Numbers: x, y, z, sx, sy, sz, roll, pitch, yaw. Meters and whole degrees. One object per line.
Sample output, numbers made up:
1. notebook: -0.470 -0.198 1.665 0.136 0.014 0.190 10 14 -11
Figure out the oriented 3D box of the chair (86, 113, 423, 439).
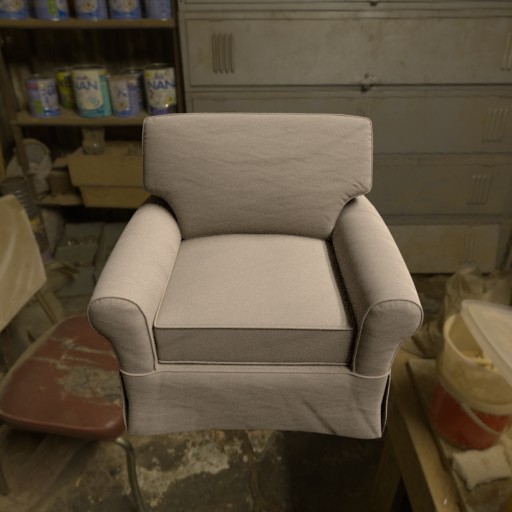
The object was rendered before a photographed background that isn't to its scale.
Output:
1. chair: 0.000 0.000 1.834 1.135 1.017 0.988 0 31 1
